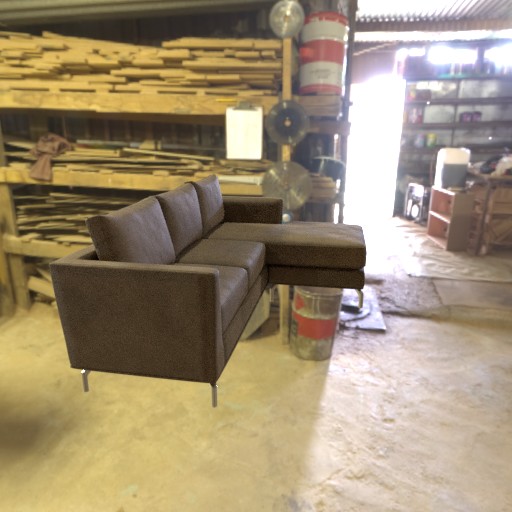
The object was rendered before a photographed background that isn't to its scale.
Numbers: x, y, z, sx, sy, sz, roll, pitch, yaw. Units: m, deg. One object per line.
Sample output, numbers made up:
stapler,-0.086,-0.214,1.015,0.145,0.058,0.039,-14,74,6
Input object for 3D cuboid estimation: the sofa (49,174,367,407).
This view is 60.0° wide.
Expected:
sofa,0.000,0.000,3.246,1.622,0.987,2.438,3,16,11
